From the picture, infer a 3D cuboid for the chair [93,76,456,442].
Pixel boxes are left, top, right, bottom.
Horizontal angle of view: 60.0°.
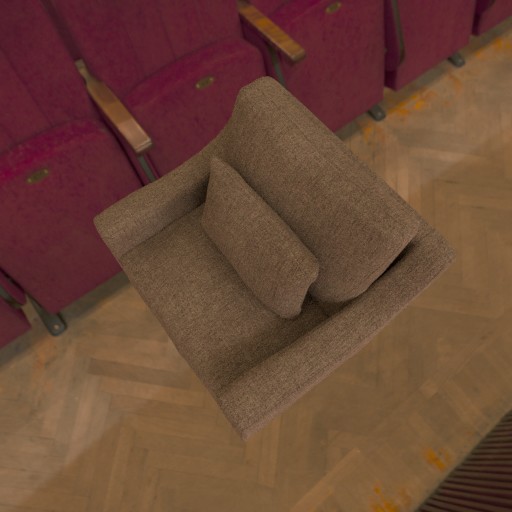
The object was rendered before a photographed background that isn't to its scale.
[{"bbox_3d":[0.000,0.000,1.950,1.009,1.037,1.138,-35,69,-15],"label":"chair"}]
